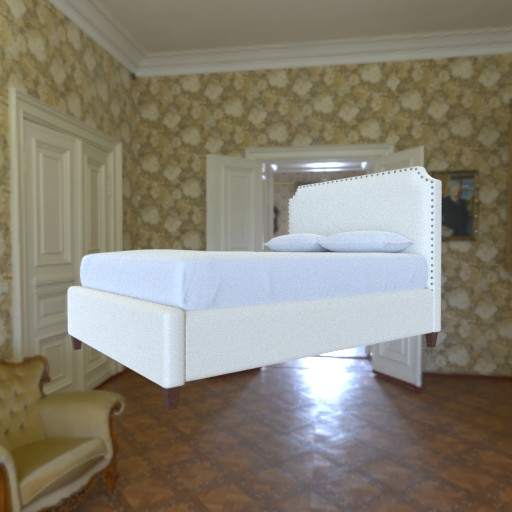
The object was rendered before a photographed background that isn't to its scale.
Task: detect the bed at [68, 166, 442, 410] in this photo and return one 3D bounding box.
[{"bbox_3d":[0.000,0.000,3.399,2.329,1.415,1.703,-1,1,-37],"label":"bed"}]
